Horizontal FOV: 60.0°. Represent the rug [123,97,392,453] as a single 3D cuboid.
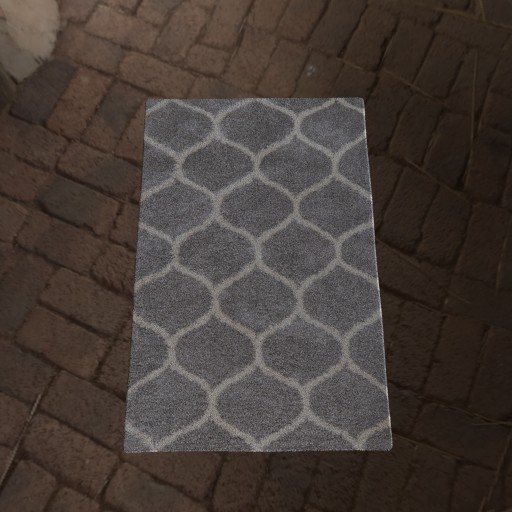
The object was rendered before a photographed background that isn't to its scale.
[{"bbox_3d":[0.000,0.000,3.312,1.801,0.026,2.701,0,75,0],"label":"rug"}]
